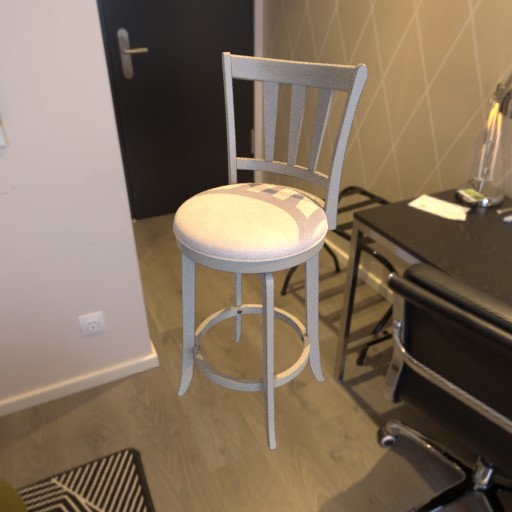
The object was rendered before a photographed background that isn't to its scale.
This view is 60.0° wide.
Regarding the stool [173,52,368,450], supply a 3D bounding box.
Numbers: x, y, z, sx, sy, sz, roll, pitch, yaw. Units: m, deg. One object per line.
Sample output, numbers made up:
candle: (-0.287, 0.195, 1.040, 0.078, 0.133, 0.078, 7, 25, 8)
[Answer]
stool: (0.000, 0.000, 1.304, 0.436, 1.042, 0.475, 19, 36, 29)
